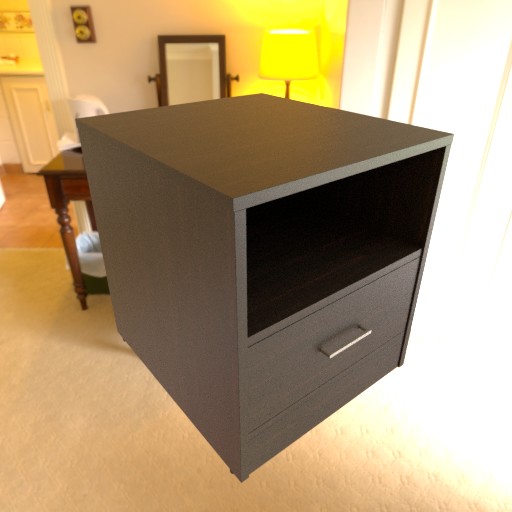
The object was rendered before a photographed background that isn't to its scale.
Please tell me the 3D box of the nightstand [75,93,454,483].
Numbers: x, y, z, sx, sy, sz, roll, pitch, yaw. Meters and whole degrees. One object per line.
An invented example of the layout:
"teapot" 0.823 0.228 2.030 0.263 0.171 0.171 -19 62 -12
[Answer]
"nightstand" 0.000 0.000 0.799 0.400 0.460 0.461 -21 36 -33
